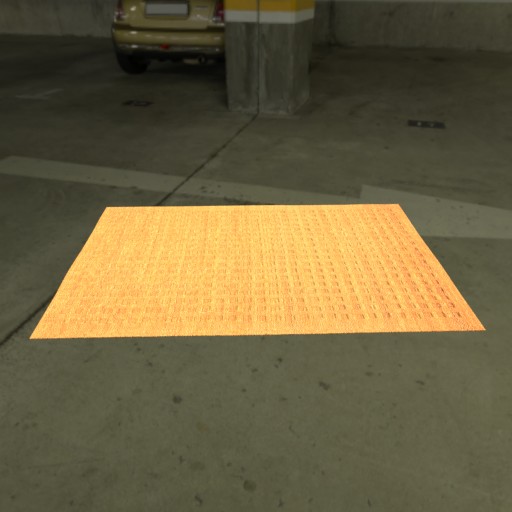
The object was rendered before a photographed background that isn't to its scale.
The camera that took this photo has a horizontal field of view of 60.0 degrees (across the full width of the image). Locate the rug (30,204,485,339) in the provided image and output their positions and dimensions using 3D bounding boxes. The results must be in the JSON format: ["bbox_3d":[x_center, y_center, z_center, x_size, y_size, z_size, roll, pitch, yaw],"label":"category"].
[{"bbox_3d":[0.000,0.000,2.173,1.747,0.006,1.143,-1,32,-1],"label":"rug"}]
